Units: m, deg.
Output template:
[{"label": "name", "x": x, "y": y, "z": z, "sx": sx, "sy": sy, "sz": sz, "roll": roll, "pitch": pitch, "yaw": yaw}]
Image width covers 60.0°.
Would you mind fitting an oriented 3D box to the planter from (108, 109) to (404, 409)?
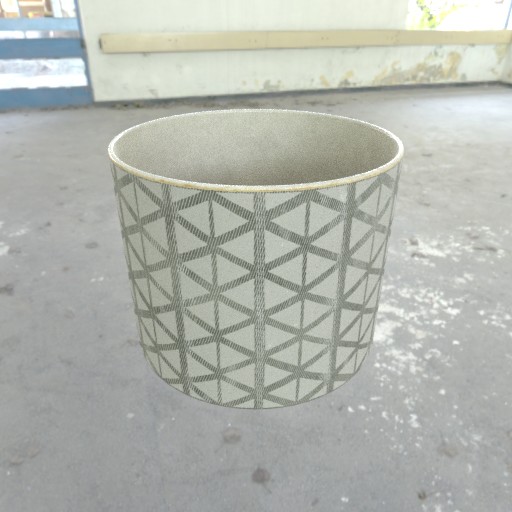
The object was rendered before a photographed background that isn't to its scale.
[{"label": "planter", "x": 0.000, "y": 0.000, "z": 0.447, "sx": 0.250, "sy": 0.239, "sz": 0.250, "roll": 0, "pitch": 29, "yaw": 0}]
